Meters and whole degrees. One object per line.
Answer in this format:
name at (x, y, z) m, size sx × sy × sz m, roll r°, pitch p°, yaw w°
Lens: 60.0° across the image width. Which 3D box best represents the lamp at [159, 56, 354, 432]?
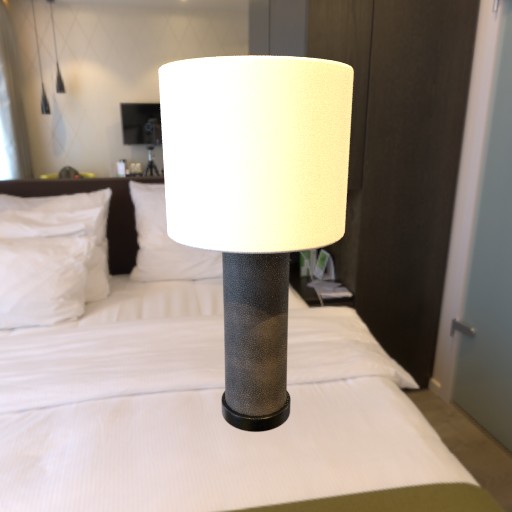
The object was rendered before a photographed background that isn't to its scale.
lamp at (0.000, 0.000, 0.792) m, size 0.305 × 0.634 × 0.305 m, roll -14°, pitch 21°, yaw -41°
